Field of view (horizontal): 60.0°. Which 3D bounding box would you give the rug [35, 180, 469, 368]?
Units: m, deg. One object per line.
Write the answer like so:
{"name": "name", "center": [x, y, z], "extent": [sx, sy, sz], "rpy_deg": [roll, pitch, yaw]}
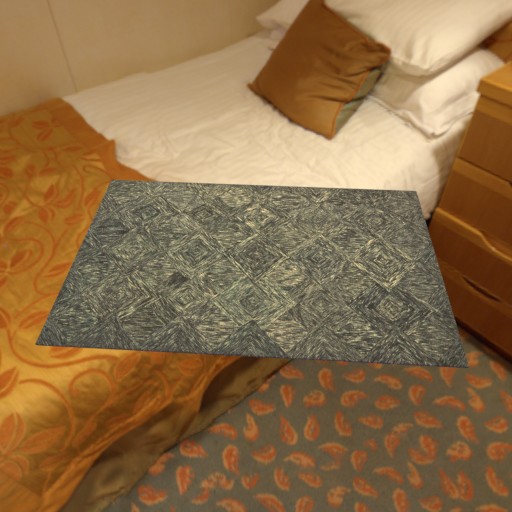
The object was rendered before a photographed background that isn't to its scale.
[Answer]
{"name": "rug", "center": [0.000, 0.000, 2.880], "extent": [2.330, 0.017, 1.478], "rpy_deg": [2, 47, 2]}
